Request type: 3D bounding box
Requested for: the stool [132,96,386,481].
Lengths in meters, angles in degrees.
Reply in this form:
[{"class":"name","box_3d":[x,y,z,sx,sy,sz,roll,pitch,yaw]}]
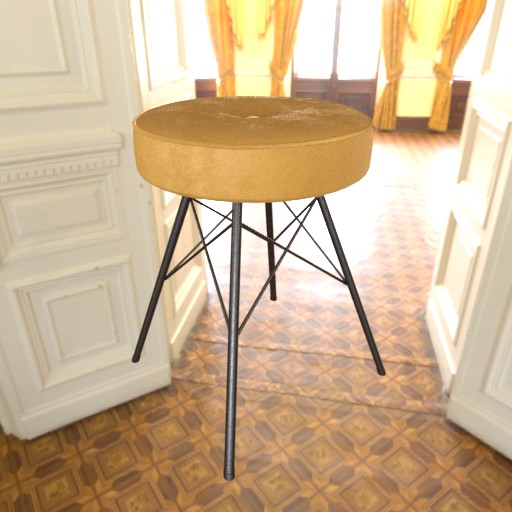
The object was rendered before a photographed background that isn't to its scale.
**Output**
[{"class":"stool","box_3d":[0.000,0.000,0.925,0.472,0.595,0.438,-18,33,-31]}]
